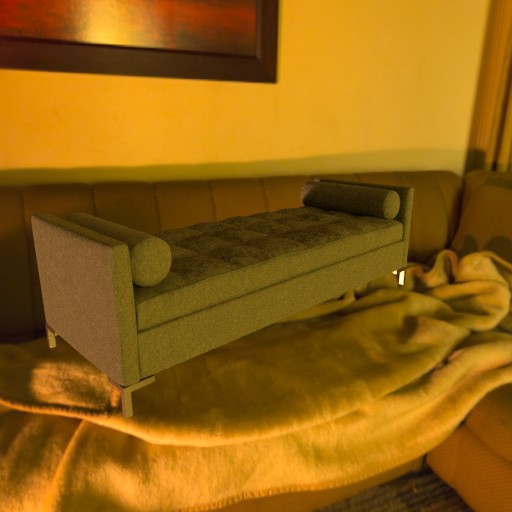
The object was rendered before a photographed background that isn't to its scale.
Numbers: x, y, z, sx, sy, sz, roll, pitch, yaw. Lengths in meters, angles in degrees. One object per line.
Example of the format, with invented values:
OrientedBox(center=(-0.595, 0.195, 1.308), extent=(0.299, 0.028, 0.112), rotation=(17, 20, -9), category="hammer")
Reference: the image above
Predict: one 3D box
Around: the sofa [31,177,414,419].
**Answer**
OrientedBox(center=(0.000, 0.000, 2.498), extent=(2.102, 0.657, 0.797), rotation=(-15, 22, -42), category="sofa")
